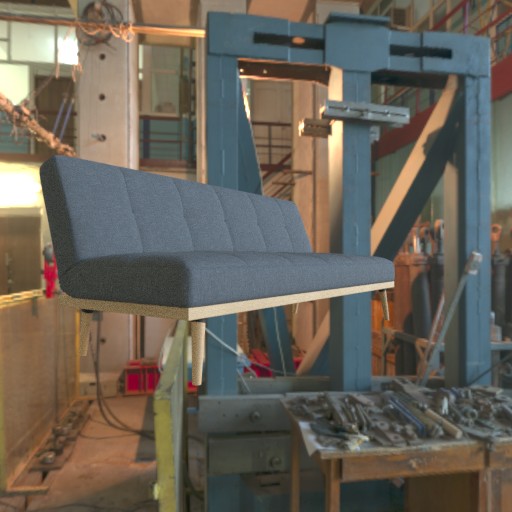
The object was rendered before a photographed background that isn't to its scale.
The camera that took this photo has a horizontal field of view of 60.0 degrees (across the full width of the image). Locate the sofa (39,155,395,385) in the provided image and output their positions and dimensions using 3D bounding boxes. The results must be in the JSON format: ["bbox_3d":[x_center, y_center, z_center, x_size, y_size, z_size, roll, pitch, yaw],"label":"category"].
[{"bbox_3d":[0.000,0.000,2.207,0.820,0.770,1.820,0,0,35],"label":"sofa"}]
